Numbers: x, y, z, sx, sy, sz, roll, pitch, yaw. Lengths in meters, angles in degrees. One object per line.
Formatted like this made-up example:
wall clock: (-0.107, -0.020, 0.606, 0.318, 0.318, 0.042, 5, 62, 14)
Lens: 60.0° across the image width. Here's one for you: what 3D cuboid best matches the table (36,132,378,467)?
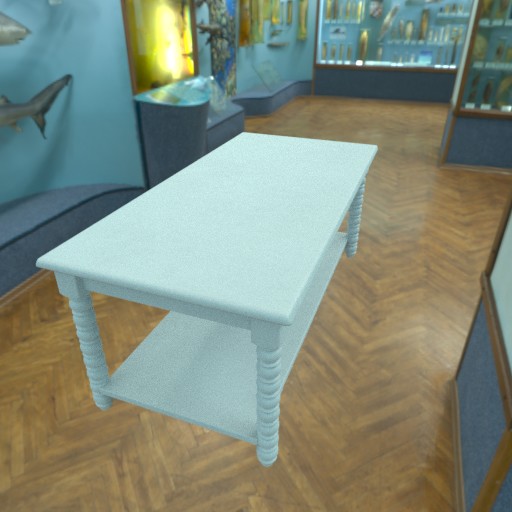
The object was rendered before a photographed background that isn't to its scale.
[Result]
table: (0.000, 0.000, 1.457, 0.580, 0.487, 1.171, 11, 31, 18)
